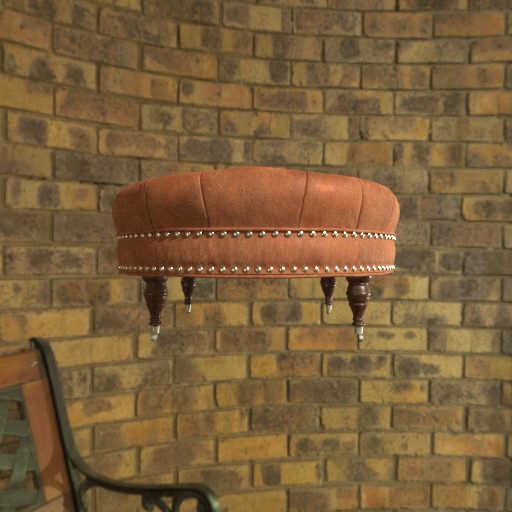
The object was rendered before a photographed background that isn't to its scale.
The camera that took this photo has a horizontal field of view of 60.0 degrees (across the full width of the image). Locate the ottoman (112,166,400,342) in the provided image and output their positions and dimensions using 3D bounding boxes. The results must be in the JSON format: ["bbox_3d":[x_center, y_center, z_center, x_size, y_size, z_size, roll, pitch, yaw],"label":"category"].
[{"bbox_3d":[0.000,0.000,1.420,0.901,0.444,0.901,0,0,0],"label":"ottoman"}]
